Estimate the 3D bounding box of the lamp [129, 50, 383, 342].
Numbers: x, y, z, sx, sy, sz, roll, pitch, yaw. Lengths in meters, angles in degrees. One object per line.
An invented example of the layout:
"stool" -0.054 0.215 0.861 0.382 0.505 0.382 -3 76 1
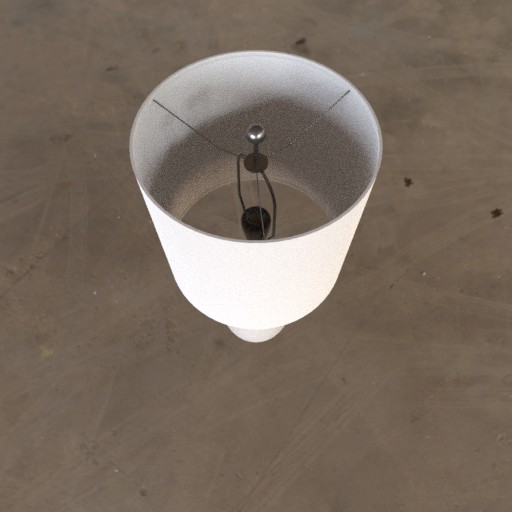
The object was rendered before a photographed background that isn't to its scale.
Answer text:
"lamp" 0.000 0.000 0.578 0.214 0.466 0.214 -31 66 -15
